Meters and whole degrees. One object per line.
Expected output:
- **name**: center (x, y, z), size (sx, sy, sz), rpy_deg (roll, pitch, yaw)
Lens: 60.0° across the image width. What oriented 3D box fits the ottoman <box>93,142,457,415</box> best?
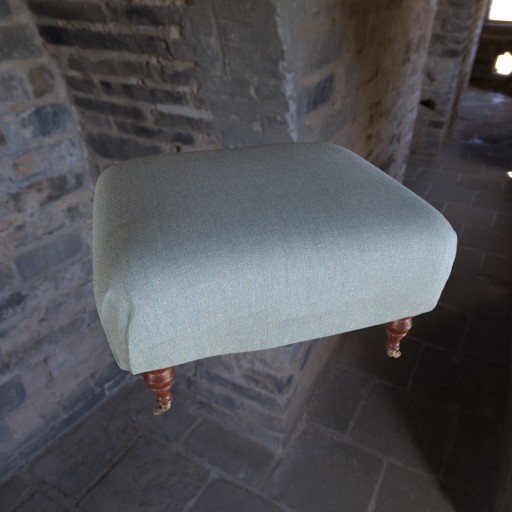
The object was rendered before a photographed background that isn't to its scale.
- **ottoman**: center (0.000, 0.000, 1.124), size (0.747, 0.450, 0.622), rpy_deg (-9, 33, -14)
